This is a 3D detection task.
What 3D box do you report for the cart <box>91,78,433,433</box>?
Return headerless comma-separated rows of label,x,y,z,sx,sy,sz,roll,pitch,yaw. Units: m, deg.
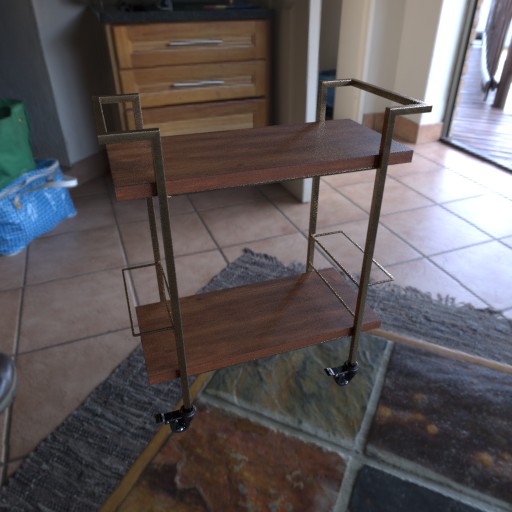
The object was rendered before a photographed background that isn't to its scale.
cart,0.000,0.000,1.190,0.695,0.807,0.364,-10,33,-16
